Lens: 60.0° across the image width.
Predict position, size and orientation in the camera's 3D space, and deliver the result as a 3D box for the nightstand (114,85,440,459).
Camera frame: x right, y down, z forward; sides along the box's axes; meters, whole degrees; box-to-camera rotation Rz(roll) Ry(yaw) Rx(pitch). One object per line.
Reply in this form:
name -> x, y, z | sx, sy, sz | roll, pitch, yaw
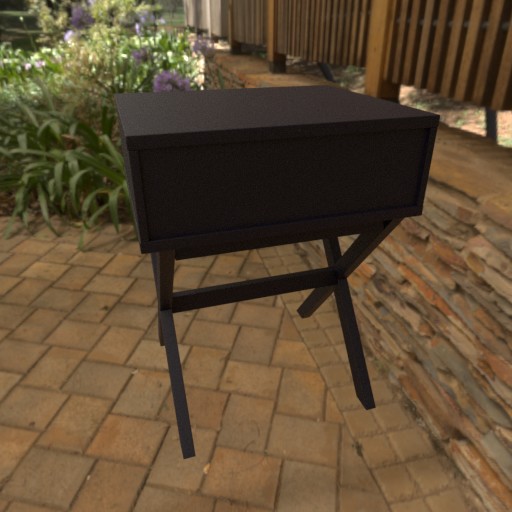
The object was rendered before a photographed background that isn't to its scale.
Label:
nightstand -> 0.000, 0.000, 0.943 | 0.479, 0.623, 0.402 | -9, 29, -16
